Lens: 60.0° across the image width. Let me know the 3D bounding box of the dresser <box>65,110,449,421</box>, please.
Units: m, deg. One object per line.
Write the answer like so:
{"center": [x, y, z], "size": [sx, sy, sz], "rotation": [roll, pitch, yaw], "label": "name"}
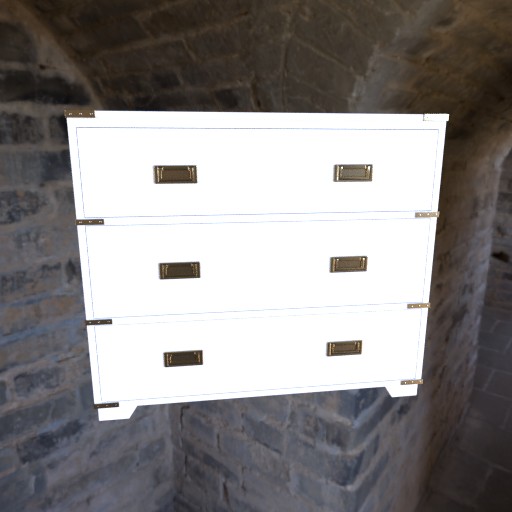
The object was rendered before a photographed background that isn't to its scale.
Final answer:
{"center": [0.000, 0.000, 1.492], "size": [1.022, 0.891, 0.460], "rotation": [-2, 14, -8], "label": "dresser"}
